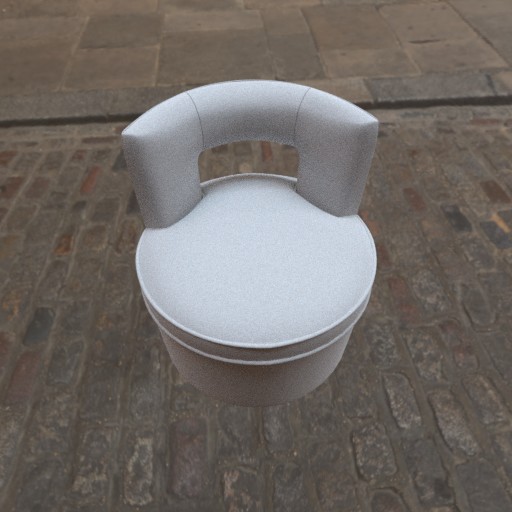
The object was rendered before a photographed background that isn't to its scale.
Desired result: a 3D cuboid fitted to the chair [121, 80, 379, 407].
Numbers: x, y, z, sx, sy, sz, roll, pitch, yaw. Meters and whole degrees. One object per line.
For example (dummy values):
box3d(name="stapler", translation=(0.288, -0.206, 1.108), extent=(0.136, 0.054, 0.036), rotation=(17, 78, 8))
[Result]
box3d(name="chair", translation=(0.000, 0.000, 1.246), extent=(0.650, 0.723, 0.665), rotation=(-4, 48, -4))
